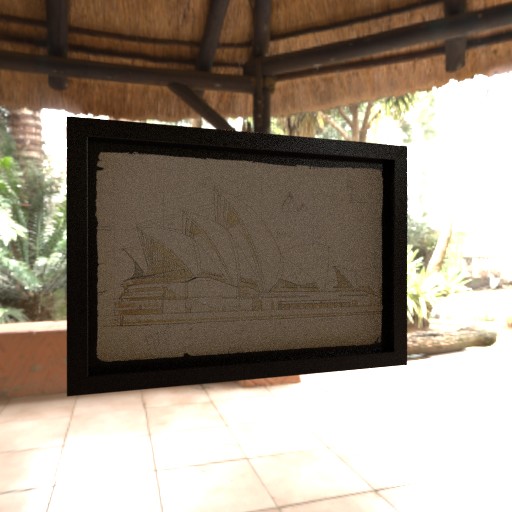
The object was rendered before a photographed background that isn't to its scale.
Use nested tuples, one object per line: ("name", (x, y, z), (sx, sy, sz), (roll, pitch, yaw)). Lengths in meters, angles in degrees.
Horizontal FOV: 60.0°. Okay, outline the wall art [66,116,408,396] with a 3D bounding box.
("wall art", (0.000, 0.000, 0.836), (0.657, 0.458, 0.027), (0, 0, -18))
